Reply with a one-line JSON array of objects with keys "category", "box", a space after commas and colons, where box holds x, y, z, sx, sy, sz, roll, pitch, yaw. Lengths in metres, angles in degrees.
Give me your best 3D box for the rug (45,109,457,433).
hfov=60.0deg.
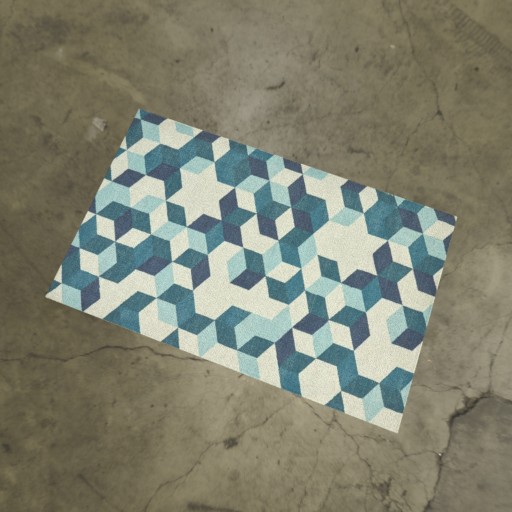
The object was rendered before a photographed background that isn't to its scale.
[{"category": "rug", "box": [0.000, 0.000, 3.032, 2.438, 0.015, 1.518, 20, 76, 5]}]
